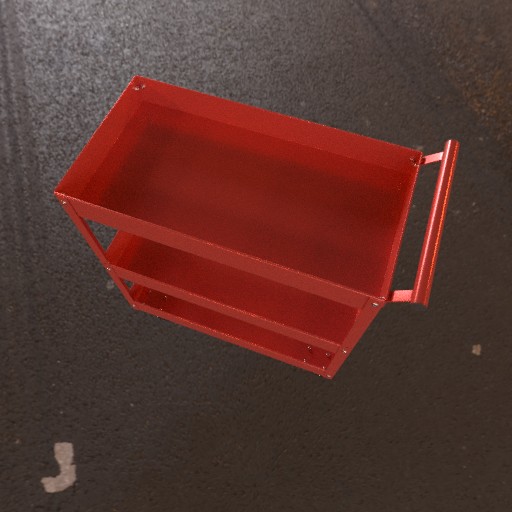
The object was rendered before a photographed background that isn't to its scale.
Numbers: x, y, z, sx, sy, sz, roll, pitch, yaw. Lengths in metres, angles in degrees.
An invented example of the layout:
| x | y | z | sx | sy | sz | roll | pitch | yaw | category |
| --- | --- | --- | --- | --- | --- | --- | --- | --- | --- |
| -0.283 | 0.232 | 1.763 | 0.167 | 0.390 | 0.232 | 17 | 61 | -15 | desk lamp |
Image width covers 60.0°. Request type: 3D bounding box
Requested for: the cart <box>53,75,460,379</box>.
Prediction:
| x | y | z | sx | sy | sz | roll | pitch | yaw | category |
| --- | --- | --- | --- | --- | --- | --- | --- | --- | --- |
| 0.000 | 0.000 | 1.184 | 0.719 | 0.780 | 0.366 | 18 | 64 | 9 | cart |
